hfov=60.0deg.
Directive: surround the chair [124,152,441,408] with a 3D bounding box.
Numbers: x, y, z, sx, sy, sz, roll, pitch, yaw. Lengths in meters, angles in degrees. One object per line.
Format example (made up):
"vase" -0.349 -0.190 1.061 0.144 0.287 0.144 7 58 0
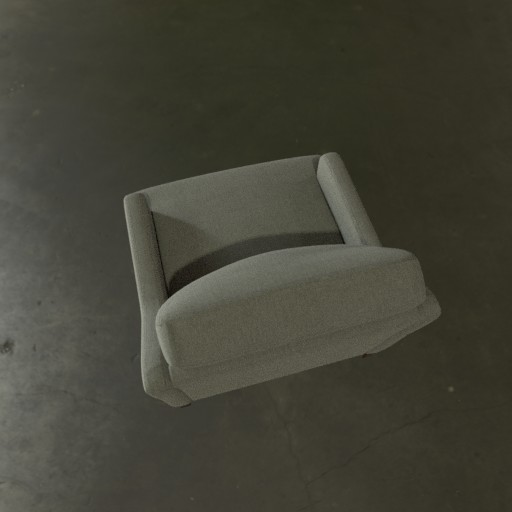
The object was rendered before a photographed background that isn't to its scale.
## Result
"chair" 0.000 0.000 1.547 0.826 0.821 0.892 -13 60 -8
